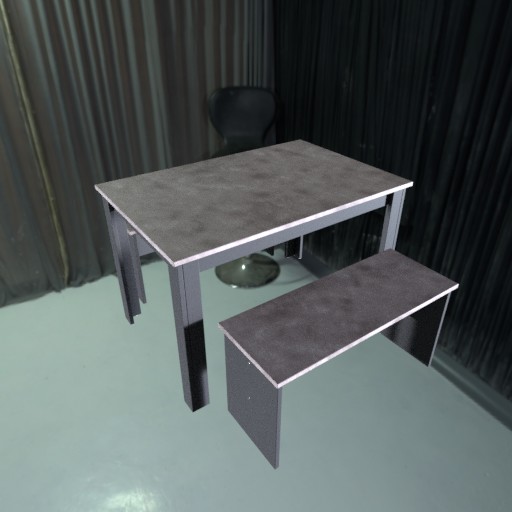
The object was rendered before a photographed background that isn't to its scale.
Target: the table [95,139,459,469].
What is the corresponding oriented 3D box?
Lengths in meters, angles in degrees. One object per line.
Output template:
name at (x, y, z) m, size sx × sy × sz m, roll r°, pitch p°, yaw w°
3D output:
table at (0.000, 0.000, 2.014) m, size 1.100 × 0.700 × 1.443 m, roll -20°, pitch 37°, yaw -29°
